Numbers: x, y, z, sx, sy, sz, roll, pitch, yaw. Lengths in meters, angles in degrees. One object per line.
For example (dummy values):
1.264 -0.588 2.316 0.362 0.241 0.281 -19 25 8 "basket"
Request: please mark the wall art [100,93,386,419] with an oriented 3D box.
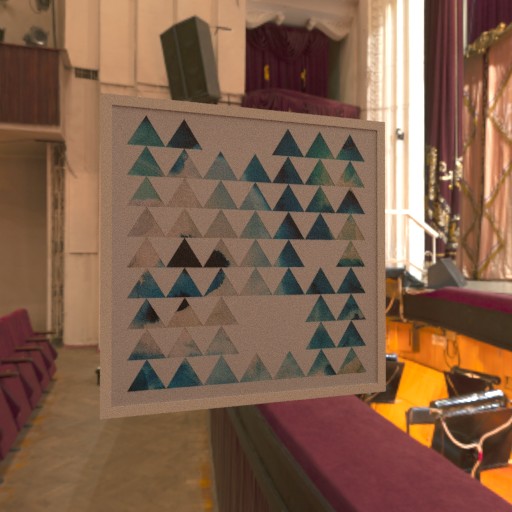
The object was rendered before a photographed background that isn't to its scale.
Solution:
0.000 0.000 1.221 0.809 0.809 0.012 0 -1 -17 "wall art"
